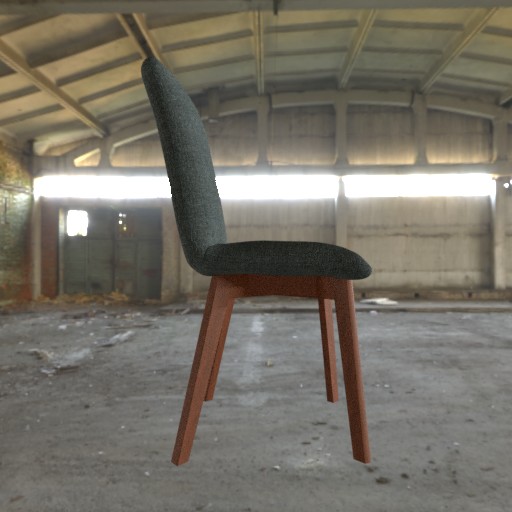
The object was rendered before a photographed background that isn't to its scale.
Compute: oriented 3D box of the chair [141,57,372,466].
[{"bbox_3d":[0.000,0.000,1.280,0.563,0.974,0.522,0,-1,1],"label":"chair"}]
